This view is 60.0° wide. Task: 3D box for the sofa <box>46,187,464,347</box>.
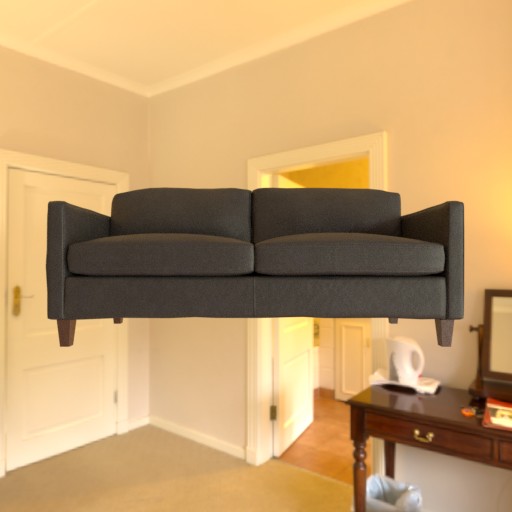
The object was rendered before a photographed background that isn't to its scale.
[{"bbox_3d":[0.000,0.000,2.472,1.971,0.863,0.933,0,-1,0],"label":"sofa"}]
